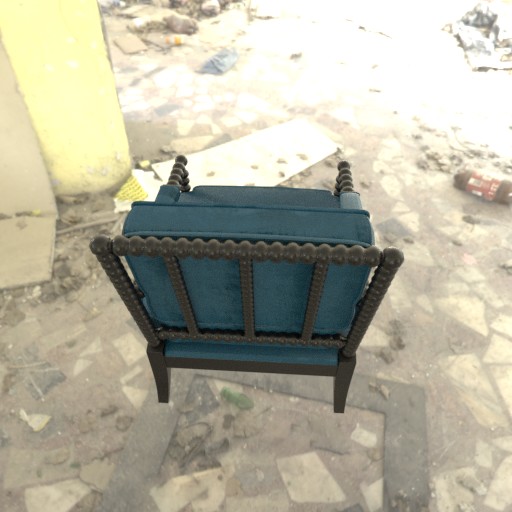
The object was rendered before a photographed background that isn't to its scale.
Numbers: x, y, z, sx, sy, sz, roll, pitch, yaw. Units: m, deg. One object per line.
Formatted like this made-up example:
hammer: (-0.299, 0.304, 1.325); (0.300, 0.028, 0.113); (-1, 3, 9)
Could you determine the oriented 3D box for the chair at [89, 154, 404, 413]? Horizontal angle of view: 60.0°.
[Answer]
chair: (0.000, 0.000, 1.450); (0.688, 0.857, 0.805); (2, 46, 2)
